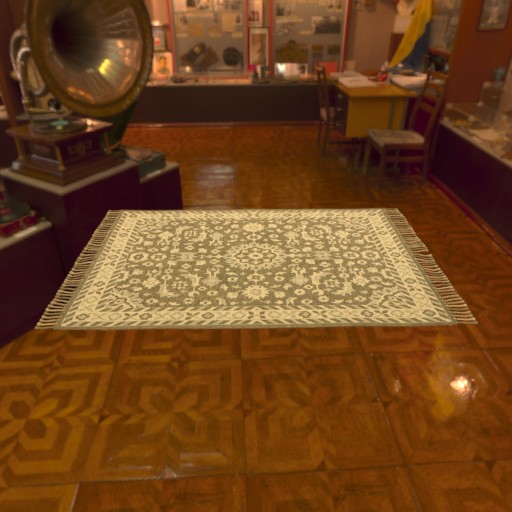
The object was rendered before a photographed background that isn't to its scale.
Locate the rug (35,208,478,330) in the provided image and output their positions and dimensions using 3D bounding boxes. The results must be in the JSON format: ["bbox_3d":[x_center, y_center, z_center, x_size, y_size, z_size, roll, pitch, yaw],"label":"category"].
[{"bbox_3d":[0.000,0.000,3.058,2.431,0.025,1.530,-1,31,-1],"label":"rug"}]
